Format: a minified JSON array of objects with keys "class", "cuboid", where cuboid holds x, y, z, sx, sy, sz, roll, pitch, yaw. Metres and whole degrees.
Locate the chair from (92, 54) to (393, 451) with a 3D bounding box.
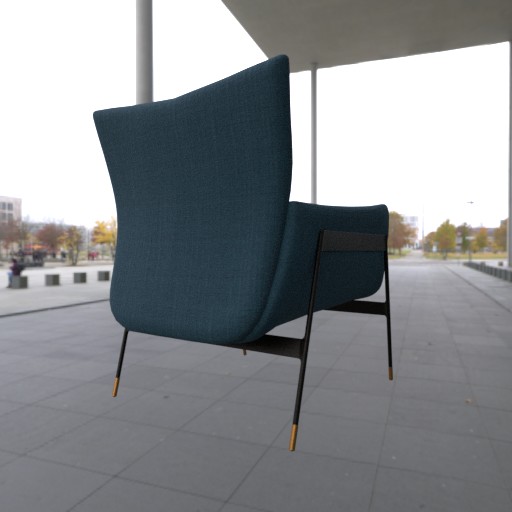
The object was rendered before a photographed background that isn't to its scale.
[{"class":"chair","cuboid":[0.000,0.000,1.411,0.678,0.859,0.769,0,1,35]}]
